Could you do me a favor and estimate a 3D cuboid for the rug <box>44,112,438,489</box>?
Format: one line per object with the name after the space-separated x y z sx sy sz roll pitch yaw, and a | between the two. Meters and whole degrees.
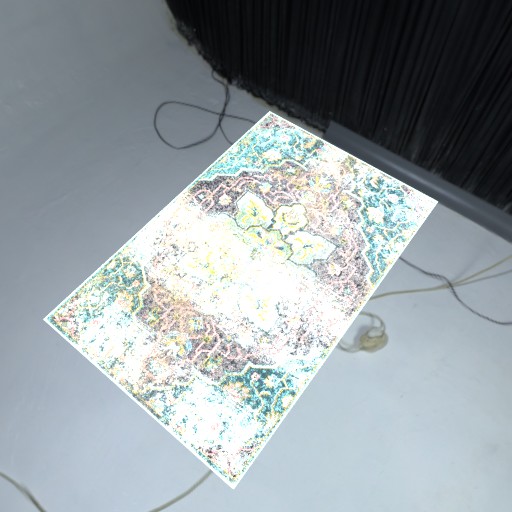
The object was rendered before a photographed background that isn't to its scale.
0.000 0.000 2.980 1.566 0.004 2.363 35 66 18 | rug
